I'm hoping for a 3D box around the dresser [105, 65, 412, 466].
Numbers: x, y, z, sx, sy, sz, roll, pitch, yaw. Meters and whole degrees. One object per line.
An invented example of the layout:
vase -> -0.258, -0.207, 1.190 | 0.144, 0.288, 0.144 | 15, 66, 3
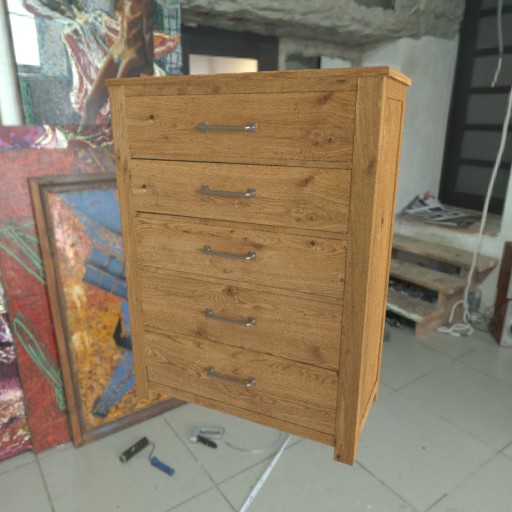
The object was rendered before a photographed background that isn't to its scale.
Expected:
dresser -> 0.000, 0.000, 1.919 | 1.081, 1.431, 0.558 | 8, 19, 24
